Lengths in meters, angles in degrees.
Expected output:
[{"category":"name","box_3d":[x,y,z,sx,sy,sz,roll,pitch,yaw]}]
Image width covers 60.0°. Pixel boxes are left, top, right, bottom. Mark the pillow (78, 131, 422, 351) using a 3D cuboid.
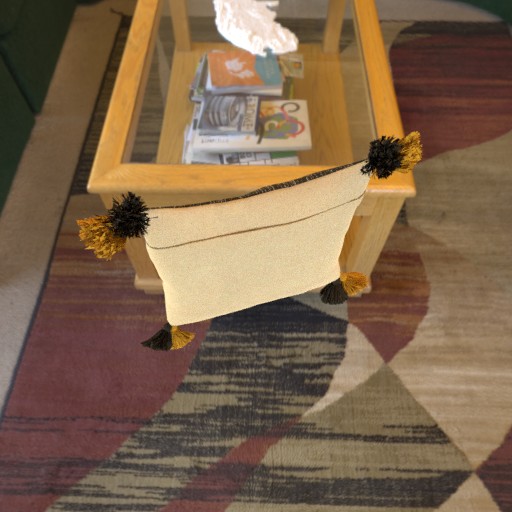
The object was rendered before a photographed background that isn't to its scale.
[{"category":"pillow","box_3d":[0.000,0.000,1.005,0.654,0.659,0.139,-14,60,-8]}]
